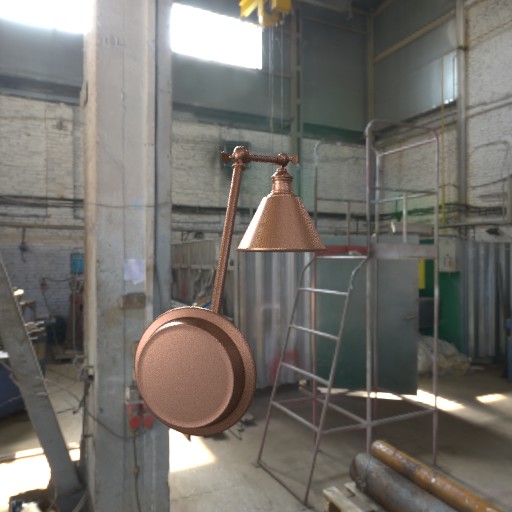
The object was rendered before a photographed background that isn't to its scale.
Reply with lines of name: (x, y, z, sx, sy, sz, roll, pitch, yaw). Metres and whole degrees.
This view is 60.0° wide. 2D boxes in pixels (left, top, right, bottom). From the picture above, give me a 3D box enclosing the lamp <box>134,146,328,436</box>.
lamp: (0.000, 0.000, 0.887, 0.223, 0.502, 0.624, 0, 0, 18)
